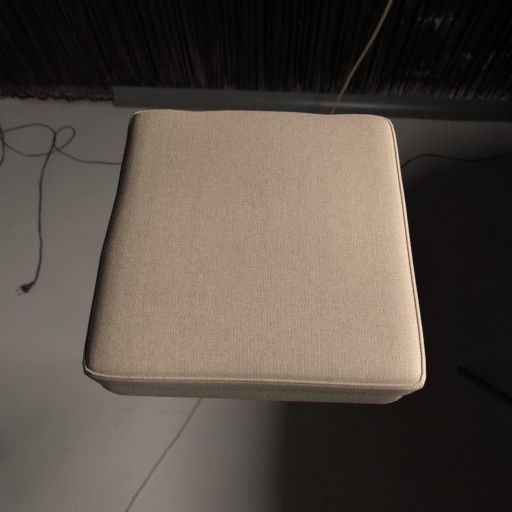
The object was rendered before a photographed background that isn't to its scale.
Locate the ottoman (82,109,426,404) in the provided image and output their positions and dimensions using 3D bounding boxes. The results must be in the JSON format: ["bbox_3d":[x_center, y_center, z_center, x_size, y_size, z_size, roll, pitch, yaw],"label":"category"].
[{"bbox_3d":[0.000,0.000,1.369,0.838,0.481,0.838,2,65,1],"label":"ottoman"}]
